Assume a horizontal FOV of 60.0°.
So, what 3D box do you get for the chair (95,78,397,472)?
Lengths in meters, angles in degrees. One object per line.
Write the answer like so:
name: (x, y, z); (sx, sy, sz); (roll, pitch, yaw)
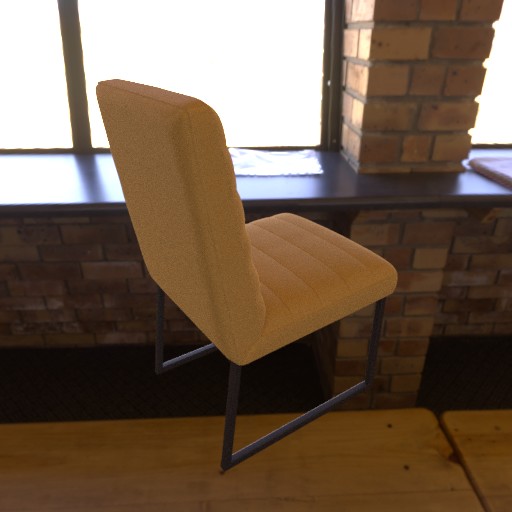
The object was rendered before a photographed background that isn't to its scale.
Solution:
chair: (0.000, 0.000, 1.247); (0.634, 0.930, 0.520); (-17, 32, -30)
